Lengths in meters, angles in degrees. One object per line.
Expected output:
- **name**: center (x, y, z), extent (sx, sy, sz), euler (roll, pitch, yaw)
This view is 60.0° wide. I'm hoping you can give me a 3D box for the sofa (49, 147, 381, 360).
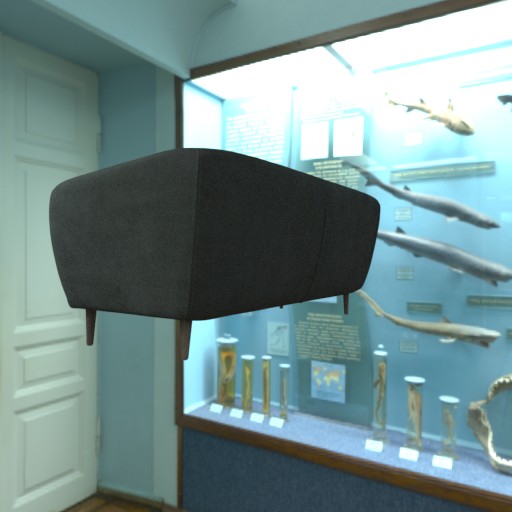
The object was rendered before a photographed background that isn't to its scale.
- **sofa**: center (0.000, 0.000, 2.726), extent (0.956, 0.875, 2.296), euler (0, 0, 34)
